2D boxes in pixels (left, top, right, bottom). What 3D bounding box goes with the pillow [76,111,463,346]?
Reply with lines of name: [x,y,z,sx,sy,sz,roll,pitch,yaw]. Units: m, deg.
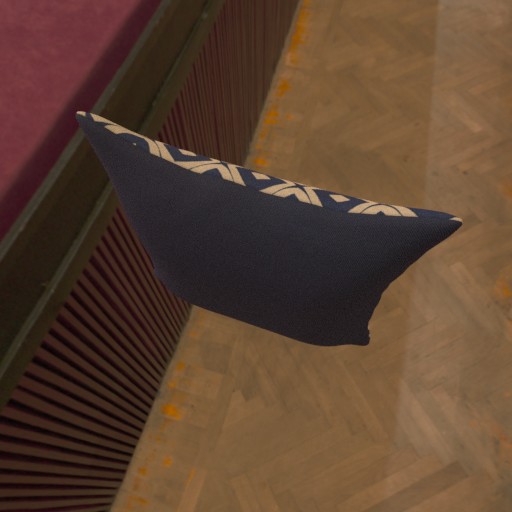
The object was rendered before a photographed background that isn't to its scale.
pillow: [0.000,0.000,0.762,0.504,0.494,0.188,17,64,9]
